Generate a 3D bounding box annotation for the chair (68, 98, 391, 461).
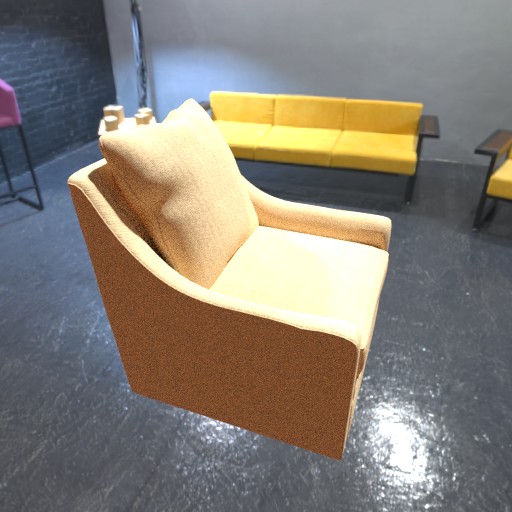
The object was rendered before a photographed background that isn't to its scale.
[{"bbox_3d":[0.000,0.000,1.567,0.876,0.927,0.760,11,33,18],"label":"chair"}]
